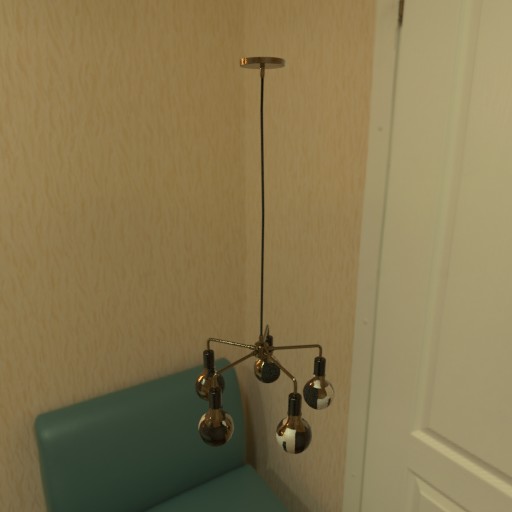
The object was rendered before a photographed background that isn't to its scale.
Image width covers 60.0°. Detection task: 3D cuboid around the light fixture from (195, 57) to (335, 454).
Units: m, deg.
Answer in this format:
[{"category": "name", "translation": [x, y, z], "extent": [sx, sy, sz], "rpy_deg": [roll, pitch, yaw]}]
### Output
[{"category": "light fixture", "translation": [0.000, 0.000, 1.215], "extent": [0.421, 0.988, 0.438], "rpy_deg": [8, 18, 25]}]
